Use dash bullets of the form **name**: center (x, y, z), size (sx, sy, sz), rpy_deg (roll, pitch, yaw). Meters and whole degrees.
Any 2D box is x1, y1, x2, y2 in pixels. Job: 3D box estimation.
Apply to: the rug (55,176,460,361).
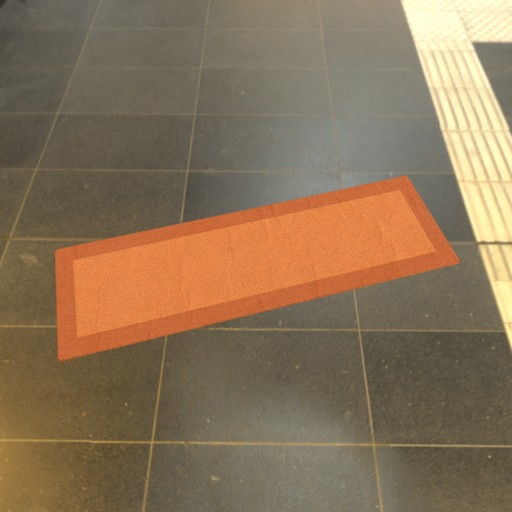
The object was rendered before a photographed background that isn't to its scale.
- **rug**: center (0.000, 0.000, 2.772), size (2.471, 0.013, 0.914), rpy_deg (-16, 58, -10)
